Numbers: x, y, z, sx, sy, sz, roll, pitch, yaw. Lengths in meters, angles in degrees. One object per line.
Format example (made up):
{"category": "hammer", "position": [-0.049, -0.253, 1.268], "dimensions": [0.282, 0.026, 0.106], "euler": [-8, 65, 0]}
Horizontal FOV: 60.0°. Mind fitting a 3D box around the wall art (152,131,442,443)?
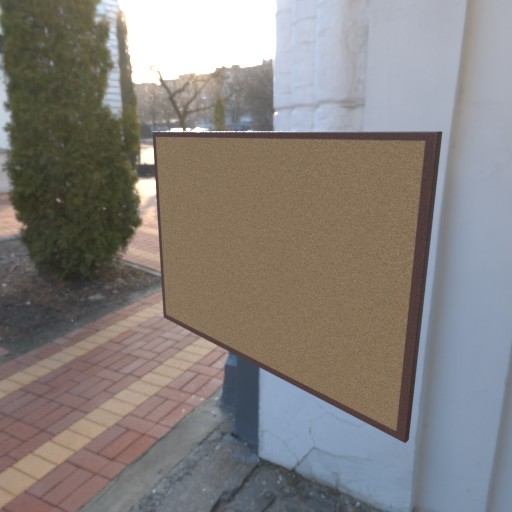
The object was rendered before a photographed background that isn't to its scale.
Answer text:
{"category": "wall art", "position": [0.000, 0.000, 0.842], "dimensions": [0.014, 0.455, 0.660], "euler": [-15, 21, -42]}
